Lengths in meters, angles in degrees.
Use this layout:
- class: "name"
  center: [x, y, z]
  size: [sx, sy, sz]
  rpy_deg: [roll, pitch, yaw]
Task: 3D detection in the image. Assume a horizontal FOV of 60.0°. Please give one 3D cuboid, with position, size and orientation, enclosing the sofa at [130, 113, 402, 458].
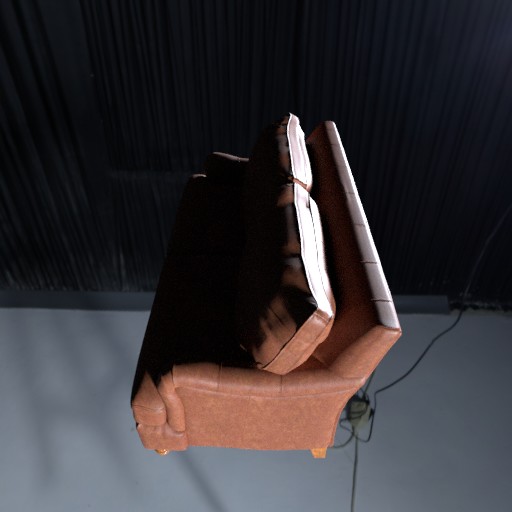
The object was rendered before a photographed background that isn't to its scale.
- class: "sofa"
  center: [0.000, 0.000, 2.751]
  size: [1.147, 1.071, 2.144]
  rpy_deg: [0, 39, 0]
